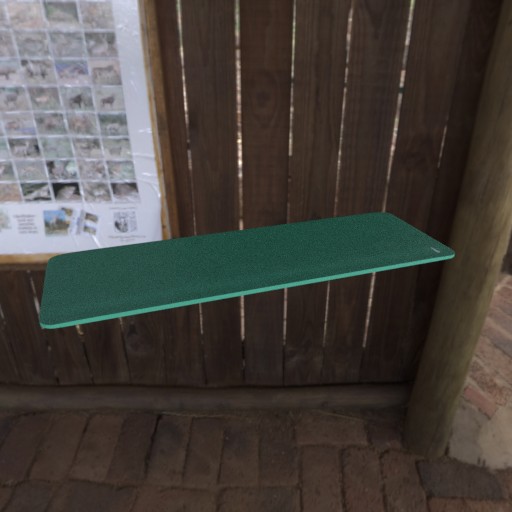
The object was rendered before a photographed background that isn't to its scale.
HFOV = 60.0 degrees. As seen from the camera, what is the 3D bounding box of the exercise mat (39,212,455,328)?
[{"bbox_3d":[0.000,0.000,2.114,1.869,0.021,0.616,-9,27,-17],"label":"exercise mat"}]
